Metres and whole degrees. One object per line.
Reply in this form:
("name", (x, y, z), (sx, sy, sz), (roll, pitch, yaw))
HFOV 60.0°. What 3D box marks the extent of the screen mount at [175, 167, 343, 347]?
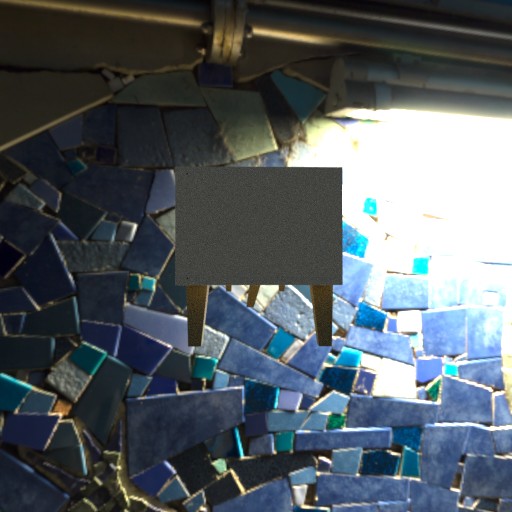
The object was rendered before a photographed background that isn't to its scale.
("screen mount", (0.000, 0.000, 1.877), (0.399, 0.432, 1.644), (0, 0, -1))
